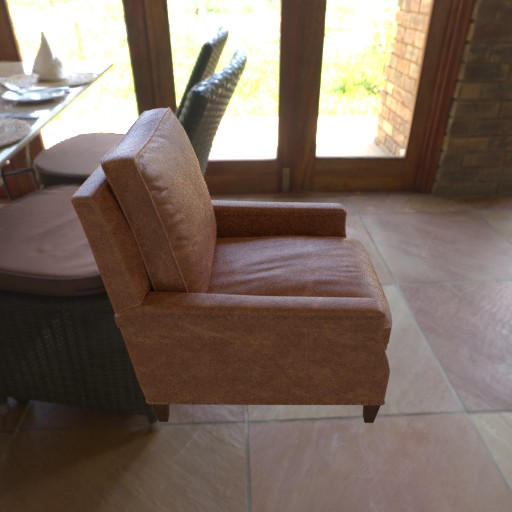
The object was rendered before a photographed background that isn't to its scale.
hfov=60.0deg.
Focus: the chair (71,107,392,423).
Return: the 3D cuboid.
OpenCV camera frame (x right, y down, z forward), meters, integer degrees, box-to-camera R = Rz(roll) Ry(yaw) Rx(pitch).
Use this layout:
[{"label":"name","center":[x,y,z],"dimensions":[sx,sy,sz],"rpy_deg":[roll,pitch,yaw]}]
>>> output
[{"label":"chair","center":[0.000,0.000,1.817],"dimensions":[1.035,1.054,0.854],"rpy_deg":[0,32,0]}]
